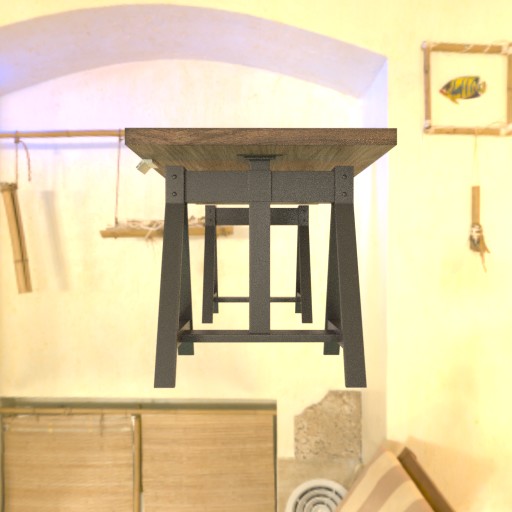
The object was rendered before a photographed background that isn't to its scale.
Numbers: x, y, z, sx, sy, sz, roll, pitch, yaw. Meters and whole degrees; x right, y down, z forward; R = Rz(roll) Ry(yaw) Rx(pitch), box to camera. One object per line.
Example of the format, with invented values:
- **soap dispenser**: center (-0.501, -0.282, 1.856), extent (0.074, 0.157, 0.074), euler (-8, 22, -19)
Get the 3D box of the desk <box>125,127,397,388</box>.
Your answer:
- **desk**: center (0.000, 0.000, 2.002), extent (0.784, 0.725, 1.543), euler (0, 0, 0)
